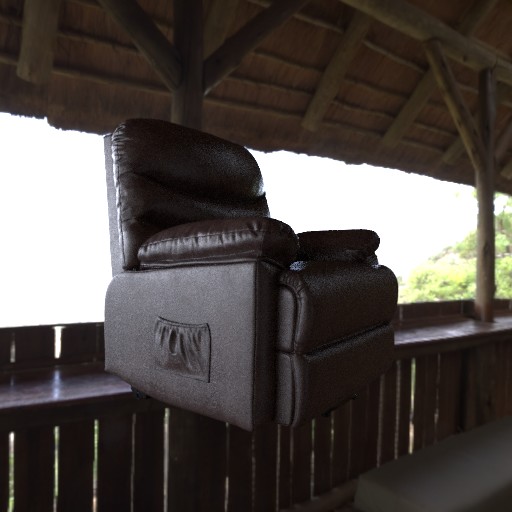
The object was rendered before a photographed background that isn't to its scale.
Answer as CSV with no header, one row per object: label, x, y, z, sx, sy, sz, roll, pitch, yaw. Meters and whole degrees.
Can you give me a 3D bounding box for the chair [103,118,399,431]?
chair,0.000,0.000,1.717,0.879,1.041,0.940,0,0,35
